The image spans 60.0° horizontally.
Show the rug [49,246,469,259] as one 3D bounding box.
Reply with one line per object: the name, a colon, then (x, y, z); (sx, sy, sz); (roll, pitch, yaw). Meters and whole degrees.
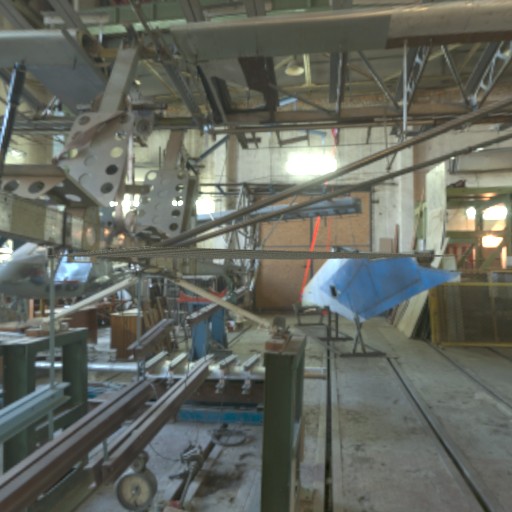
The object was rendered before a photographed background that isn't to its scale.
rug: (0.000, 0.000, 4.191); (3.201, 0.005, 2.439); (1, -2, -36)
